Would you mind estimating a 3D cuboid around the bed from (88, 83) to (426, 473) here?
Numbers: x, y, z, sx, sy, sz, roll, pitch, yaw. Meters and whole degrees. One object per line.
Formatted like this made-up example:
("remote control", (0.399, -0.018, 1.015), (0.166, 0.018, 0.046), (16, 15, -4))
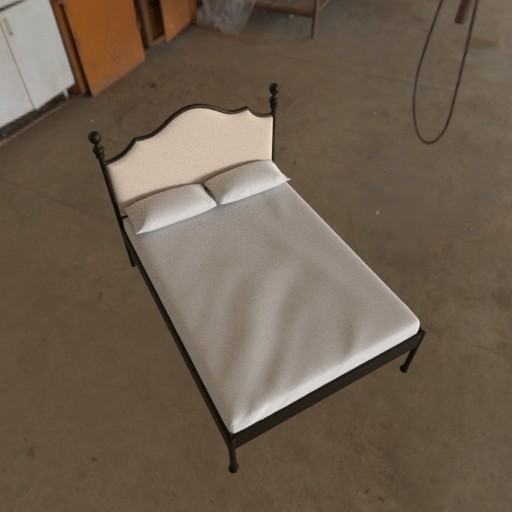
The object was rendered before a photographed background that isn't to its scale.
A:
("bed", (0.000, 0.000, 3.420), (1.642, 1.499, 2.224), (-22, 51, -19))
